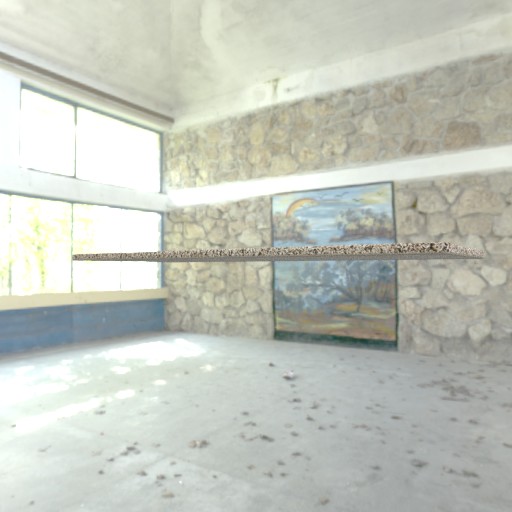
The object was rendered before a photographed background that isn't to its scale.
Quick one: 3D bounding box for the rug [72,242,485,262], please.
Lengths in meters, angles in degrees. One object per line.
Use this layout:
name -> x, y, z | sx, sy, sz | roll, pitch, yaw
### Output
rug -> 0.000, 0.000, 1.726 | 1.524, 0.030, 0.609 | -1, -2, 35
